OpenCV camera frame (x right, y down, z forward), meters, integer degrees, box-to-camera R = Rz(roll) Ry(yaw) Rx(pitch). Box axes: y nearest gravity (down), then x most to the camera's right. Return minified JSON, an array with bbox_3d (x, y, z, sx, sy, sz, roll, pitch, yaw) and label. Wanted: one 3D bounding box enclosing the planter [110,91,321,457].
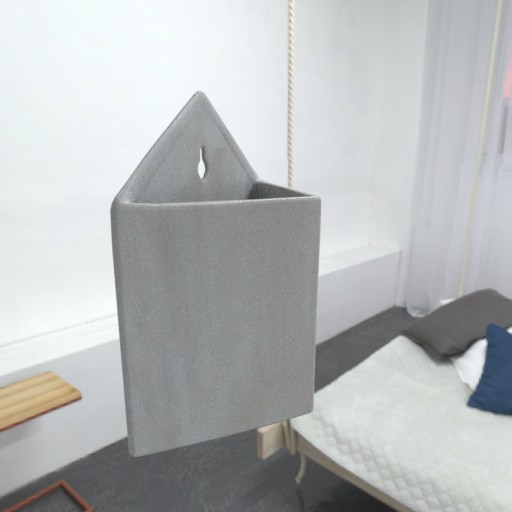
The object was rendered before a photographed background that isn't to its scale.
[{"bbox_3d":[0.000,0.000,0.271,0.080,0.194,0.163,7,16,24],"label":"planter"}]
